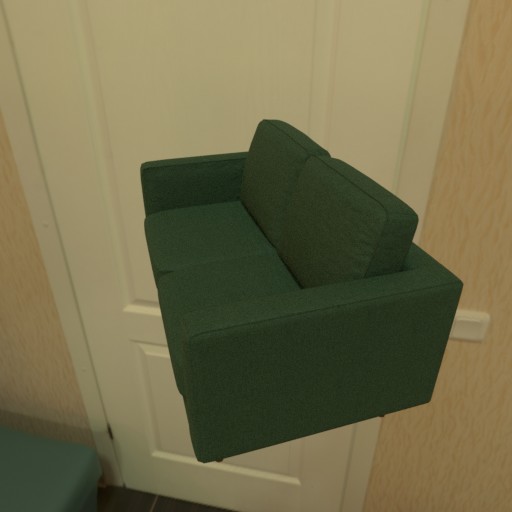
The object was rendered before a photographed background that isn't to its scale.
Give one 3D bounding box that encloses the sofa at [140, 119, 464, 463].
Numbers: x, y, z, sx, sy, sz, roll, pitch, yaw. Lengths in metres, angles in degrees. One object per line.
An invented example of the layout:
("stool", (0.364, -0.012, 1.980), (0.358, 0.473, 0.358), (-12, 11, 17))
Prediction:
("sofa", (0.000, 0.000, 1.928), (0.879, 0.899, 1.430), (-9, 32, -15))
